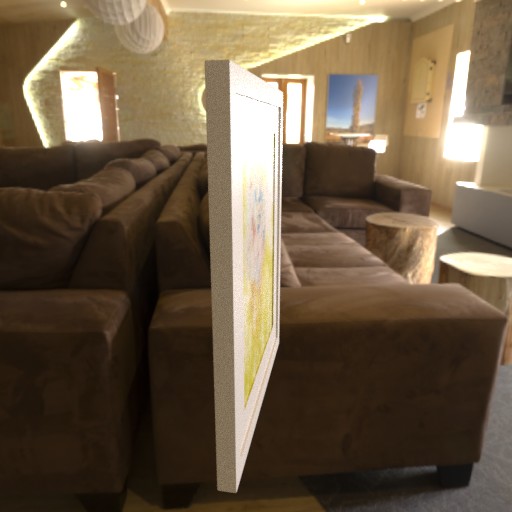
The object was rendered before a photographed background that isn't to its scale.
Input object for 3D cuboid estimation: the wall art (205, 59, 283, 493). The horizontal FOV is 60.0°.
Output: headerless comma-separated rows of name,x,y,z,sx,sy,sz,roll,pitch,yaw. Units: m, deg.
wall art,0.000,0.000,0.754,0.028,0.556,0.454,3,16,10
